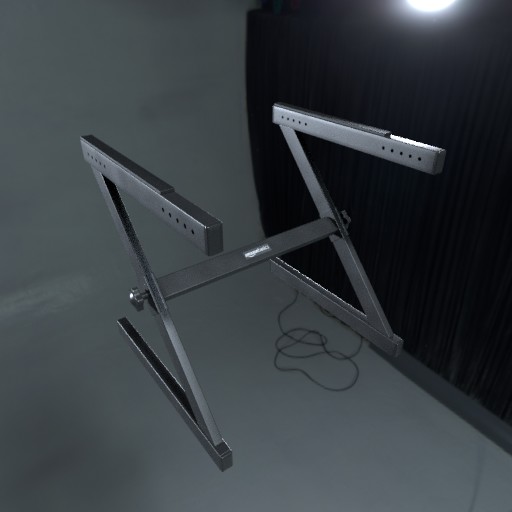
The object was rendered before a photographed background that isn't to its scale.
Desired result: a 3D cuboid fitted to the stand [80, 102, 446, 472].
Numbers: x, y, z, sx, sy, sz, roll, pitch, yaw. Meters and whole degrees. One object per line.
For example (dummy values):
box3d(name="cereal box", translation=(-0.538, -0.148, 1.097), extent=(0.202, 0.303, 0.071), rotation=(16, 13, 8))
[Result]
box3d(name="stand", translation=(0.000, 0.000, 1.179), extent=(0.700, 0.617, 0.586), rotation=(-21, 37, -31))
